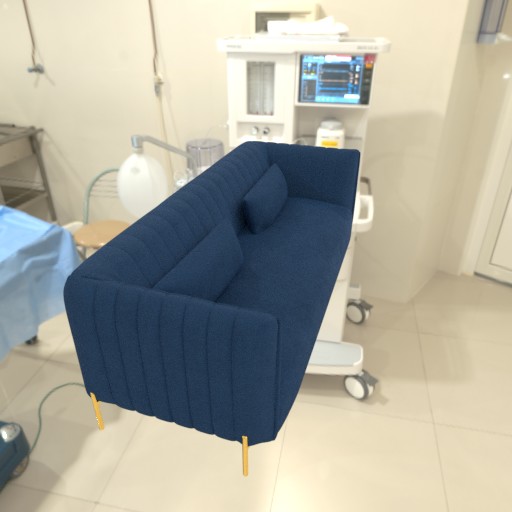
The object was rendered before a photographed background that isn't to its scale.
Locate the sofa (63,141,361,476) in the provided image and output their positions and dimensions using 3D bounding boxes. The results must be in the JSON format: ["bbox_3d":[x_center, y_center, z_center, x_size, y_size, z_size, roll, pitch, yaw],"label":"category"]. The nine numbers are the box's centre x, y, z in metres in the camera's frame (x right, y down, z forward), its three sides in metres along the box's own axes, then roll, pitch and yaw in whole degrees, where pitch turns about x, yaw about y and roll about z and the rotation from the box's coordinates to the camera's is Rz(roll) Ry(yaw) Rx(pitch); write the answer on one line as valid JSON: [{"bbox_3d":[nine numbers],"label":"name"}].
[{"bbox_3d":[0.000,0.000,2.548,0.896,0.793,2.136,10,31,16],"label":"sofa"}]
